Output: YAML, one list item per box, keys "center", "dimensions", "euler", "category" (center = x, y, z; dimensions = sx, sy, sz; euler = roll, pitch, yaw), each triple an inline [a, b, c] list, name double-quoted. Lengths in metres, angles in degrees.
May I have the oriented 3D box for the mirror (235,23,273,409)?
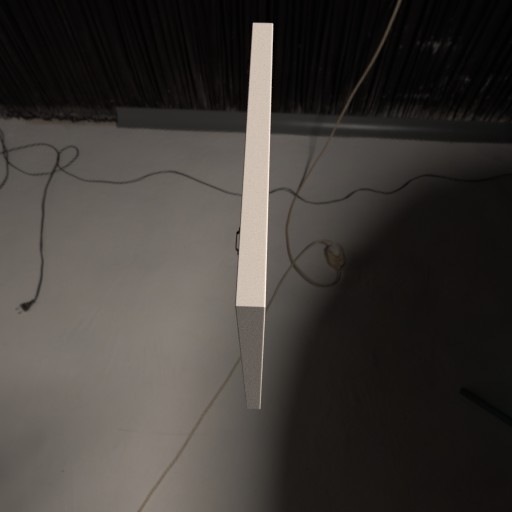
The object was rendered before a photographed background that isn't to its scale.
- center: [0.000, 0.000, 0.937]
  dimensions: [0.039, 0.710, 0.507]
  euler: [2, 62, 1]
  category: "mirror"
